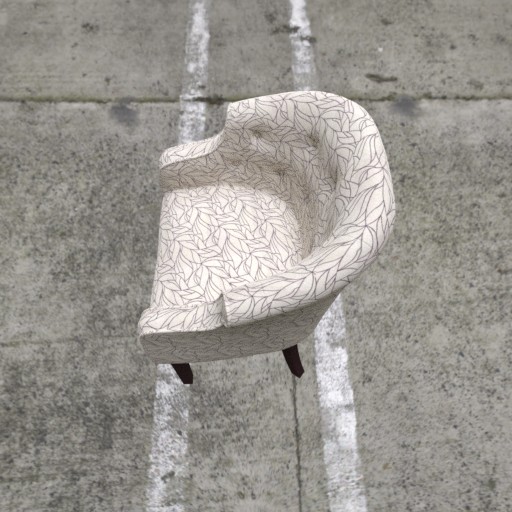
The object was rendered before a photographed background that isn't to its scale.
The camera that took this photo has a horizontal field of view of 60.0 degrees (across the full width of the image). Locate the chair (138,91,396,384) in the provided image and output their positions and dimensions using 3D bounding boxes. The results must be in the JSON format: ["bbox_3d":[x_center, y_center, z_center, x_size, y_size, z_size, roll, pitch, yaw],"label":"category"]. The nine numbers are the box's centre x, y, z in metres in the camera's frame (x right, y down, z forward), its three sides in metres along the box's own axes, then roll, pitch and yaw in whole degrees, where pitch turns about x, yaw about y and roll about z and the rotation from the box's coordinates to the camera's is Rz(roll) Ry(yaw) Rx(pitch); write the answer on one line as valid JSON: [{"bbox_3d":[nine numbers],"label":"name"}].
[{"bbox_3d":[0.000,0.000,1.342,0.613,0.858,0.686,-1,58,-1],"label":"chair"}]
